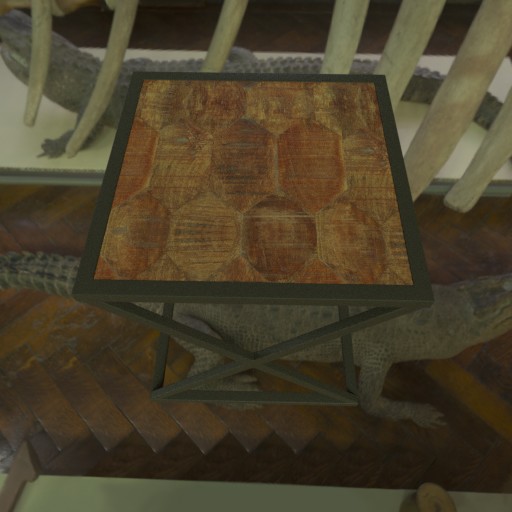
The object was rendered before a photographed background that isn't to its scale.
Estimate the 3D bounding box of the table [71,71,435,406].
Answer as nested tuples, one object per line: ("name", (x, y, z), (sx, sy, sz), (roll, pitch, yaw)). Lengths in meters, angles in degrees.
("table", (0.000, 0.000, 0.979), (0.500, 0.565, 0.500), (1, 57, 1))
